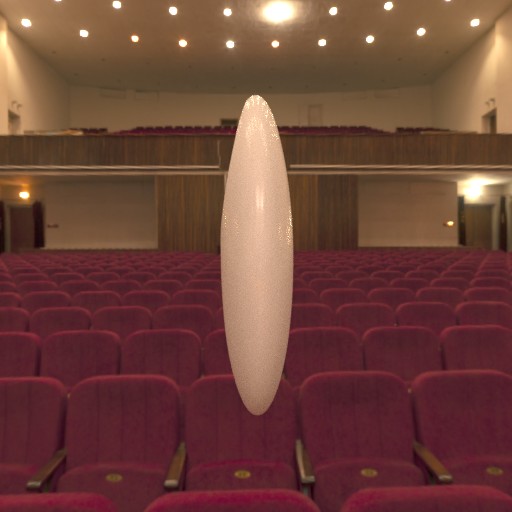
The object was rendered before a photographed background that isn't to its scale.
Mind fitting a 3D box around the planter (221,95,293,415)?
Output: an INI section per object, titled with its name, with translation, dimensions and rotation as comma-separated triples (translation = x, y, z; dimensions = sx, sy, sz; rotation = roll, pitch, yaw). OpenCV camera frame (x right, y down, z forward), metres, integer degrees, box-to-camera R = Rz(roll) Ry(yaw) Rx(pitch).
[planter]
translation = 0.000, 0.000, 0.277
dimensions = 0.043, 0.188, 0.185
rotation = 0, 0, -1
